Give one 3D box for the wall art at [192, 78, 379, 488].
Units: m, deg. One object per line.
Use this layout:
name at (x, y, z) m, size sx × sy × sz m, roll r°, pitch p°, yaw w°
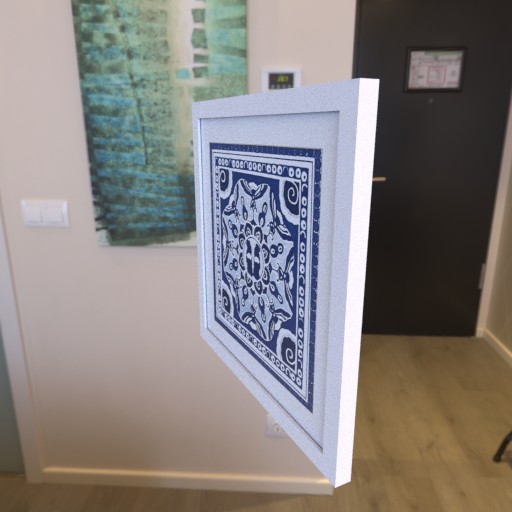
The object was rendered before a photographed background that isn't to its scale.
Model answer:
wall art at (0.000, 0.000, 0.815) m, size 0.028 × 0.559 × 0.559 m, roll -8°, pitch 18°, yaw -26°
